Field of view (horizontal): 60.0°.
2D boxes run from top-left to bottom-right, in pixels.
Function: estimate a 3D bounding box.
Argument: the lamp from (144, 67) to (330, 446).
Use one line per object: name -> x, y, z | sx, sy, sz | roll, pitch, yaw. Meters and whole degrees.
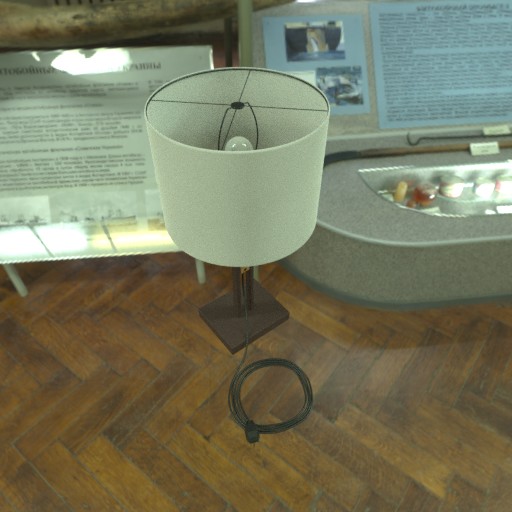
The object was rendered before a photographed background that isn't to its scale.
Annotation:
lamp -> 0.000, 0.000, 1.031 | 0.396, 0.668, 0.525 | -28, 51, -26
